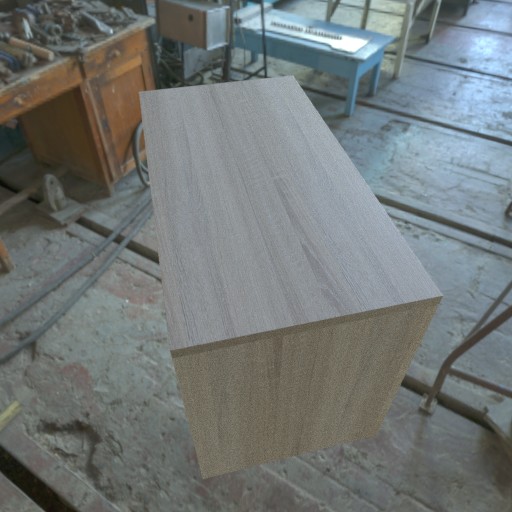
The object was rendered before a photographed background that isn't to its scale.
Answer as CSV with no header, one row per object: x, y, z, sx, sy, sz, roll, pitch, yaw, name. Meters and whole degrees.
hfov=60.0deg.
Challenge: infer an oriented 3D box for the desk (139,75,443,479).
0.000,0.000,1.526,0.600,0.731,1.100,-10,47,-9,desk
